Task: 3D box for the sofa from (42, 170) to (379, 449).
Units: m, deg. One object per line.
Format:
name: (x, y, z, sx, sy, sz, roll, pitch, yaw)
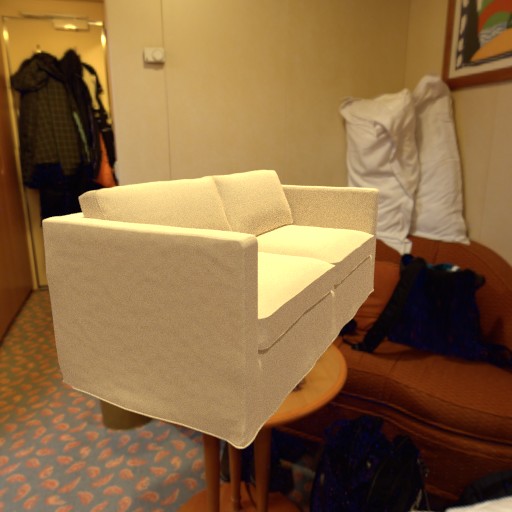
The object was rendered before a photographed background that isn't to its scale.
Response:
sofa: (0.000, 0.000, 2.457, 0.940, 0.870, 1.987, 7, 15, 26)
